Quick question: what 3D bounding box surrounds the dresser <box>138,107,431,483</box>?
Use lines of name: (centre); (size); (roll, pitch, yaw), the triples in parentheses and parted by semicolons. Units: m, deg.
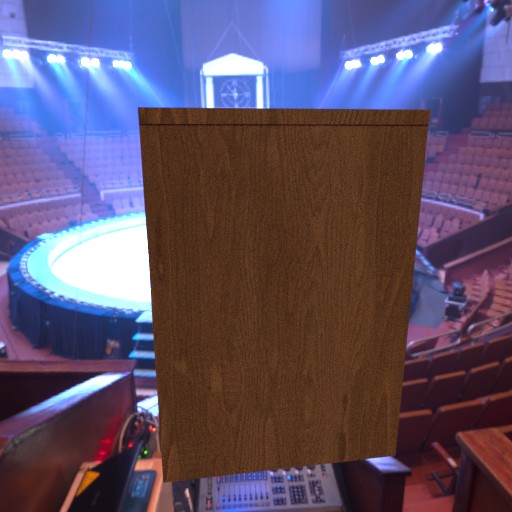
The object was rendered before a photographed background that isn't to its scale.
dresser: (0.000, 0.000, 1.269); (0.529, 0.762, 0.809); (-2, 16, -9)
